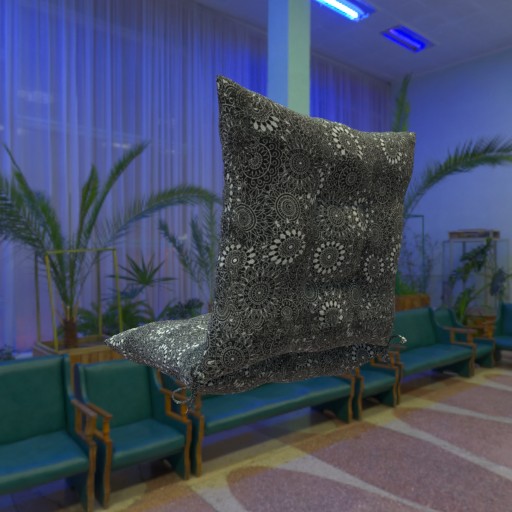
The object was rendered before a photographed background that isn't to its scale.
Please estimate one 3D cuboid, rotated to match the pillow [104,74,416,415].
[{"bbox_3d":[0.000,0.000,1.003,0.541,0.536,0.585,0,0,-36],"label":"pillow"}]
